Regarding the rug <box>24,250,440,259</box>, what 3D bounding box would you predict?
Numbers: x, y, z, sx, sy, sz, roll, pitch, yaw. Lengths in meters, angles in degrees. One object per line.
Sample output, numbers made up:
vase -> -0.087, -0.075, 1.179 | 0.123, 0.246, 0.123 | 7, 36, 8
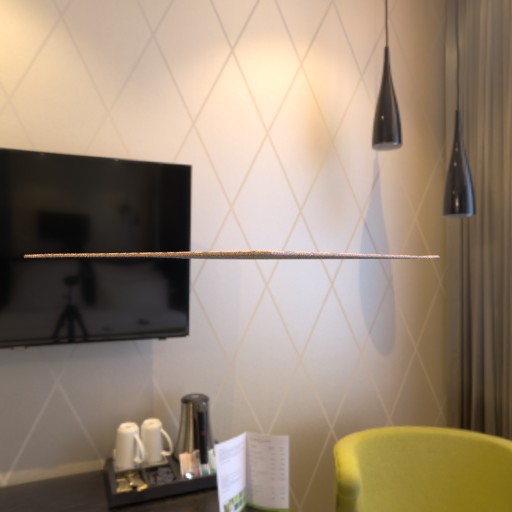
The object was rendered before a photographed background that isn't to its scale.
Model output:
rug -> 0.000, 0.000, 4.076 | 2.453, 0.043, 3.052 | -1, -1, 37
